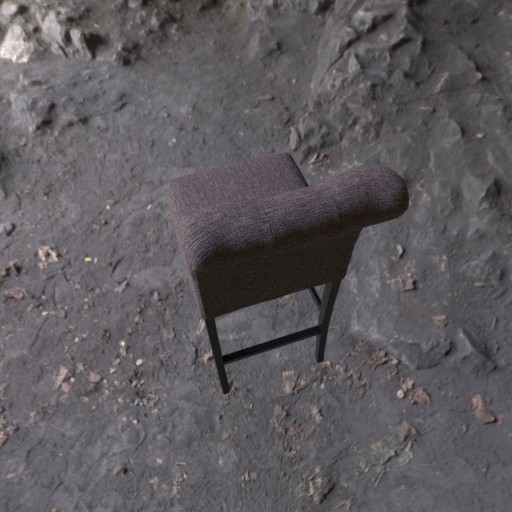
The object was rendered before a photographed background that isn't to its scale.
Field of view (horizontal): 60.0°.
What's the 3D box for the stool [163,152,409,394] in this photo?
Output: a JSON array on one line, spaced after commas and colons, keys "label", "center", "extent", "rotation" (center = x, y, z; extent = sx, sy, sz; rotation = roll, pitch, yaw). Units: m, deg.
[{"label": "stool", "center": [0.000, 0.000, 1.413], "extent": [0.452, 1.131, 0.613], "rotation": [-16, 60, -10]}]
